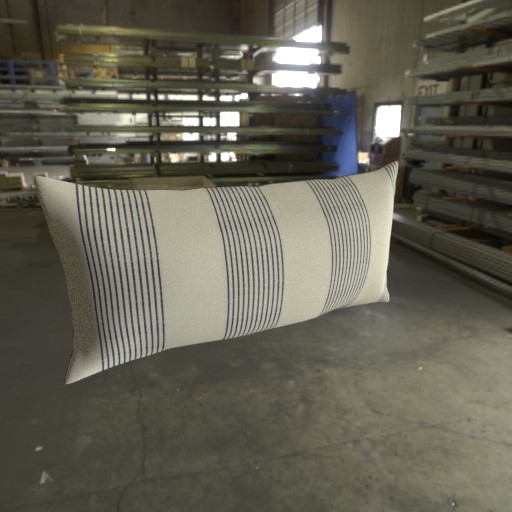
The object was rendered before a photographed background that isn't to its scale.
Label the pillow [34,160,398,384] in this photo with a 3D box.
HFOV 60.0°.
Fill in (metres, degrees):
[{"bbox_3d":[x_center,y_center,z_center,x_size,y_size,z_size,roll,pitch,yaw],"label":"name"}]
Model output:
[{"bbox_3d":[0.000,0.000,0.716,0.610,0.287,0.151,-9,19,-27],"label":"pillow"}]
